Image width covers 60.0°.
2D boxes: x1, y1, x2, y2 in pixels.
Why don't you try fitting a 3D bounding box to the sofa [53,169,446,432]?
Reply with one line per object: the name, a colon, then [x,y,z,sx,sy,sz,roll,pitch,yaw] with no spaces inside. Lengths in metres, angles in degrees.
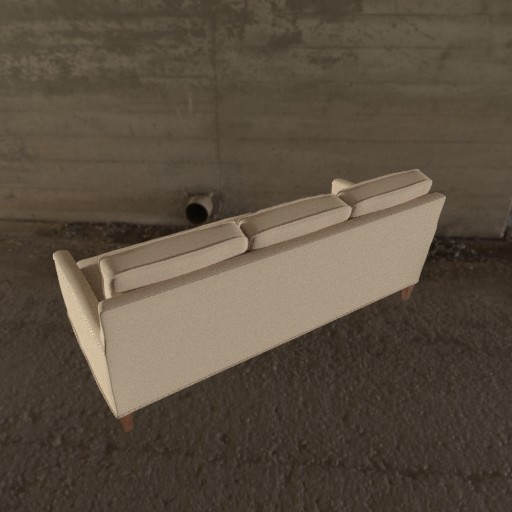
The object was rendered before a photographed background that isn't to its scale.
sofa: [0.000,0.000,2.833,2.246,1.003,1.084,-18,36,-27]
